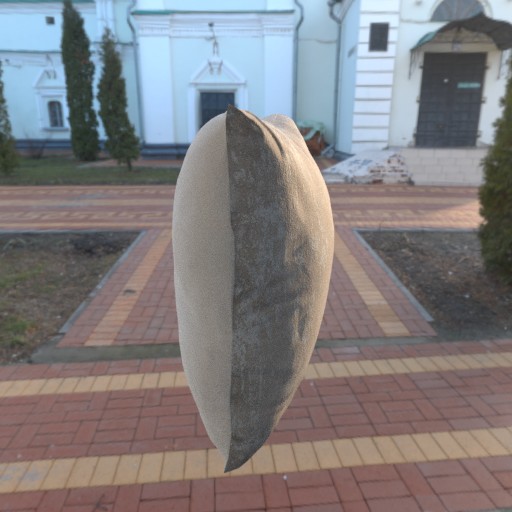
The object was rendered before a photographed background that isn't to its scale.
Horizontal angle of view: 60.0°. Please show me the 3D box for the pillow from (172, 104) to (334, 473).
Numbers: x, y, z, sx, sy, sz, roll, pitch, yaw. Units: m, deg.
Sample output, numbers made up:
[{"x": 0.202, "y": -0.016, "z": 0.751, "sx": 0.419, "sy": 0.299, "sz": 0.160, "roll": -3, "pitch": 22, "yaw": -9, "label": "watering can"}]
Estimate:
[{"x": 0.000, "y": 0.000, "z": 0.713, "sx": 0.245, "sy": 0.448, "sz": 0.450, "roll": 3, "pitch": 17, "yaw": 11, "label": "pillow"}]
